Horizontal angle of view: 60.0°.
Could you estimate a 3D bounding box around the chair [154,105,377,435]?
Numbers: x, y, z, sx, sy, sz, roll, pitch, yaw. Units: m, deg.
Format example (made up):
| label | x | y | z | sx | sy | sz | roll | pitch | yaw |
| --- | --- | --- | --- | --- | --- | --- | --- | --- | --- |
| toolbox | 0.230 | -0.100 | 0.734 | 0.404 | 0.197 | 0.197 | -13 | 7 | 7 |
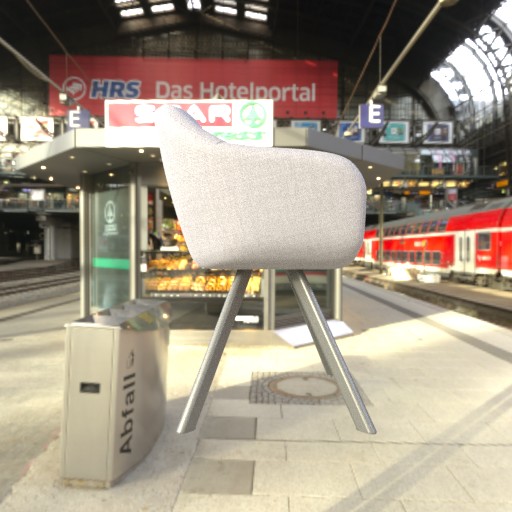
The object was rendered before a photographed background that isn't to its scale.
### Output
| label | x | y | z | sx | sy | sz | roll | pitch | yaw |
| --- | --- | --- | --- | --- | --- | --- | --- | --- | --- |
| chair | 0.000 | 0.000 | 1.237 | 0.550 | 0.795 | 0.590 | 0 | 1 | 0 |
